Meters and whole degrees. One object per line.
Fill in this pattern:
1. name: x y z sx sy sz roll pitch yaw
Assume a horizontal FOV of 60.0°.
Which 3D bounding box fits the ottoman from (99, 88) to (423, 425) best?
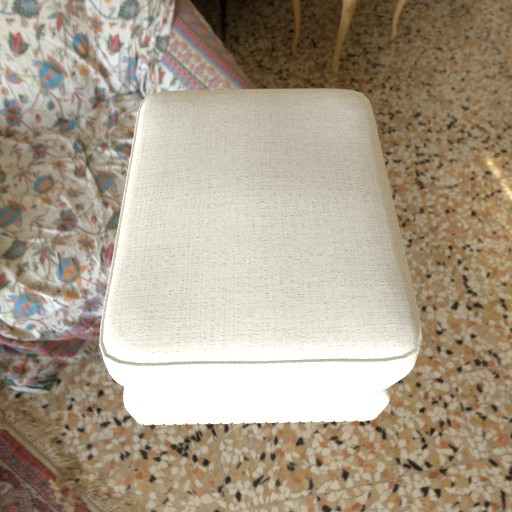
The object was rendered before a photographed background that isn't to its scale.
1. ottoman: 0.000 0.000 1.104 0.589 0.537 0.738 -1 59 -1
